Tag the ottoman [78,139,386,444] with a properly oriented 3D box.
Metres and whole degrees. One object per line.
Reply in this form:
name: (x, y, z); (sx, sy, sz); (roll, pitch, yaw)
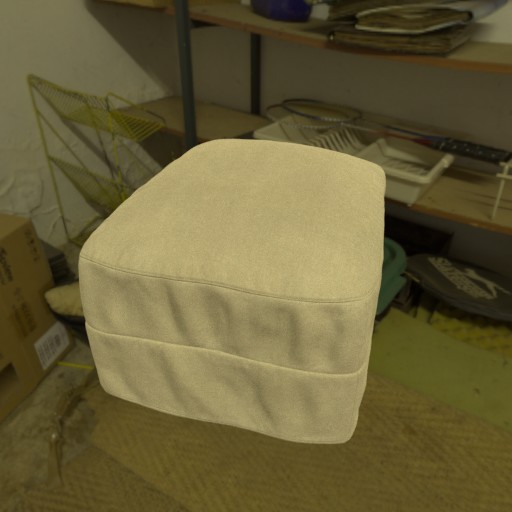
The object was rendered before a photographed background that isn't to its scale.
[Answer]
ottoman: (0.000, 0.000, 1.096); (0.584, 0.480, 0.712); (8, 32, 12)
